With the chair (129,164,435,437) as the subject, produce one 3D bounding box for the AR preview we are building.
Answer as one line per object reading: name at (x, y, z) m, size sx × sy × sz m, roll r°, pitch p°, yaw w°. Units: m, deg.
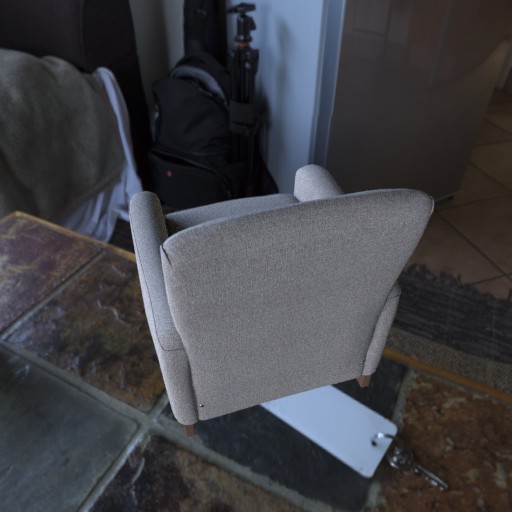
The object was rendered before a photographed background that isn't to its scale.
chair at (0.000, 0.000, 1.624) m, size 0.848 × 1.014 × 0.864 m, roll -11°, pitch 43°, yaw -12°
